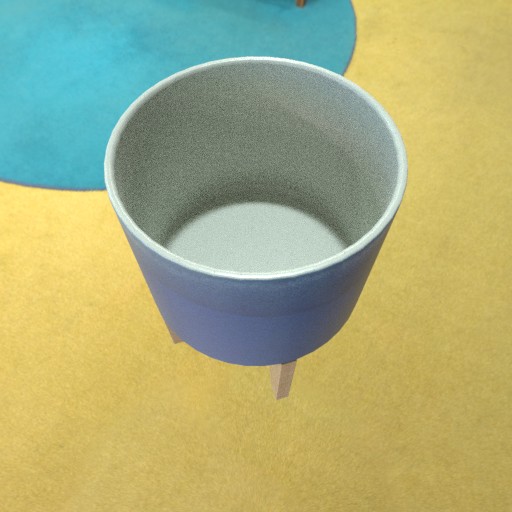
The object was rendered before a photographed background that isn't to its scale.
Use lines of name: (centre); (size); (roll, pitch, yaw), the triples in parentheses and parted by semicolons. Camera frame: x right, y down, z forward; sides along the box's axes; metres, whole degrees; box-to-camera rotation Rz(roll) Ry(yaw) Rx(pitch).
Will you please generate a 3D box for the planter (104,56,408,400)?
planter: (0.000, 0.000, 0.395); (0.192, 0.263, 0.192); (0, 58, 0)
